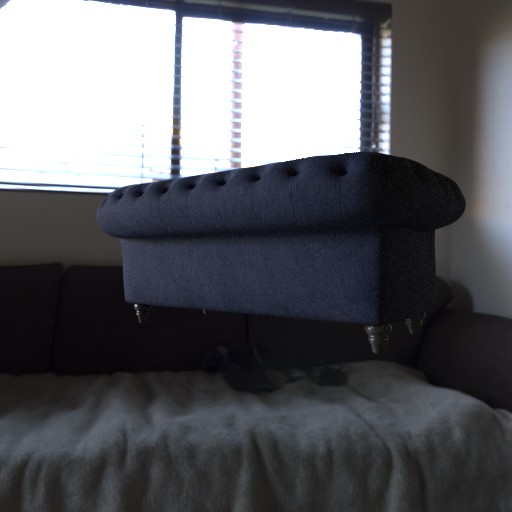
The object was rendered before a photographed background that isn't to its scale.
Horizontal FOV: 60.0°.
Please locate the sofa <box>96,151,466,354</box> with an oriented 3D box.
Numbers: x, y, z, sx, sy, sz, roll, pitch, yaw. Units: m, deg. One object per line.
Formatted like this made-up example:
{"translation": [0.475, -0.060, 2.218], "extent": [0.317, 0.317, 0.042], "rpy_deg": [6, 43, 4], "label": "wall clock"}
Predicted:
{"translation": [0.000, 0.000, 2.472], "extent": [1.988, 0.833, 1.082], "rpy_deg": [0, -1, 36], "label": "sofa"}
